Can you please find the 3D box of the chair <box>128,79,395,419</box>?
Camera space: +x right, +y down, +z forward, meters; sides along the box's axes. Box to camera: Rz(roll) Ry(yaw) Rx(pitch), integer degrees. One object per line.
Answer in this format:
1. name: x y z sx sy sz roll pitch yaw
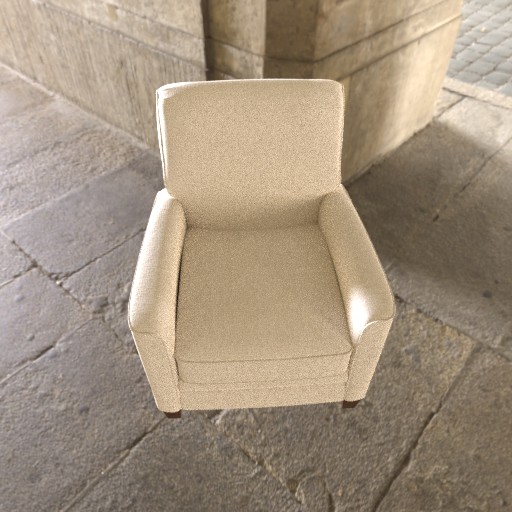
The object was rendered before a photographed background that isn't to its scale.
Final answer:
1. chair: 0.000 0.000 1.667 0.841 1.028 0.858 -3 46 -3
